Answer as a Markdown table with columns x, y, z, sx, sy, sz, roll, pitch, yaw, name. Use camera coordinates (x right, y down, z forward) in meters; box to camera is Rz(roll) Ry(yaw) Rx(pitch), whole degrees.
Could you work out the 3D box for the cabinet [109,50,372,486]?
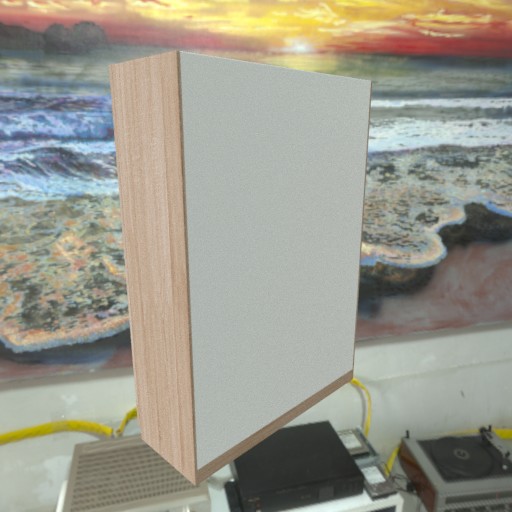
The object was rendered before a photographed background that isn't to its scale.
| x | y | z | sx | sy | sz | roll | pitch | yaw | name |
| --- | --- | --- | --- | --- | --- | --- | --- | --- | --- |
| 0.000 | 0.000 | 2.776 | 0.590 | 2.120 | 1.500 | 15 | 21 | 43 | cabinet |
